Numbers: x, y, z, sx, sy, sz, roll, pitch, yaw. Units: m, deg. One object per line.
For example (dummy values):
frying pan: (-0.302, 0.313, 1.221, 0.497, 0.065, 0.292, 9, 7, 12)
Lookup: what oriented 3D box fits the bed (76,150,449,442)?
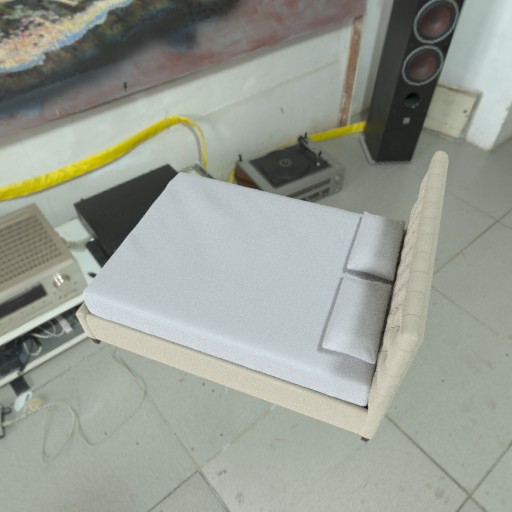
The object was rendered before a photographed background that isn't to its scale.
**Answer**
bed: (0.000, 0.000, 3.475, 2.387, 1.427, 1.698, 16, 50, 14)
